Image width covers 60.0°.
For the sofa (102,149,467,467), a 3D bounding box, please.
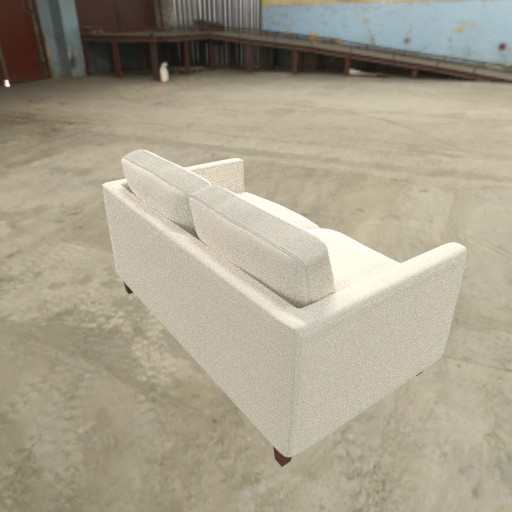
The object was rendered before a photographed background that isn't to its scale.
[{"bbox_3d":[0.000,0.000,2.249,0.964,0.888,1.702,-19,33,-31],"label":"sofa"}]
